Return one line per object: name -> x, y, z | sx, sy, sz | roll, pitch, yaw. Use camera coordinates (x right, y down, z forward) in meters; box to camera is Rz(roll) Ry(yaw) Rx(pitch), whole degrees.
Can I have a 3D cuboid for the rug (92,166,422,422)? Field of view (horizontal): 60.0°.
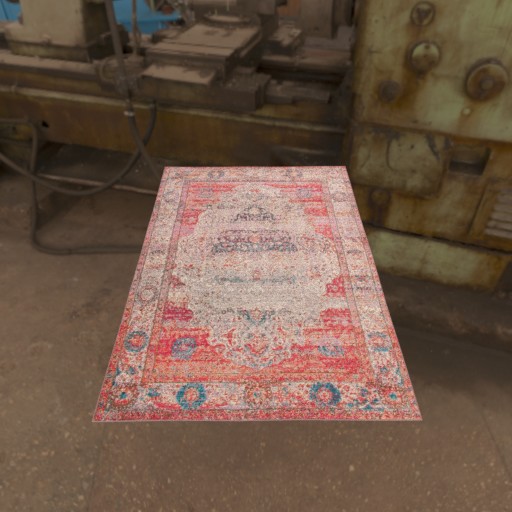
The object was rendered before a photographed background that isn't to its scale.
rug -> 0.000, 0.000, 2.314 | 1.219, 0.006, 1.829 | 0, 42, 0
